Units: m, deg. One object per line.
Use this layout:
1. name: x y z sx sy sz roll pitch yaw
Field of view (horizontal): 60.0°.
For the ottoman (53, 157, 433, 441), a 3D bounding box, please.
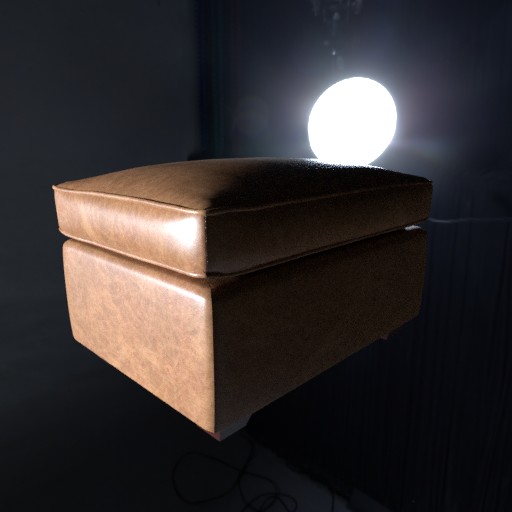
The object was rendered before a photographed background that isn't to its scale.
1. ottoman: 0.000 0.000 1.085 0.554 0.468 0.756 14 20 43
